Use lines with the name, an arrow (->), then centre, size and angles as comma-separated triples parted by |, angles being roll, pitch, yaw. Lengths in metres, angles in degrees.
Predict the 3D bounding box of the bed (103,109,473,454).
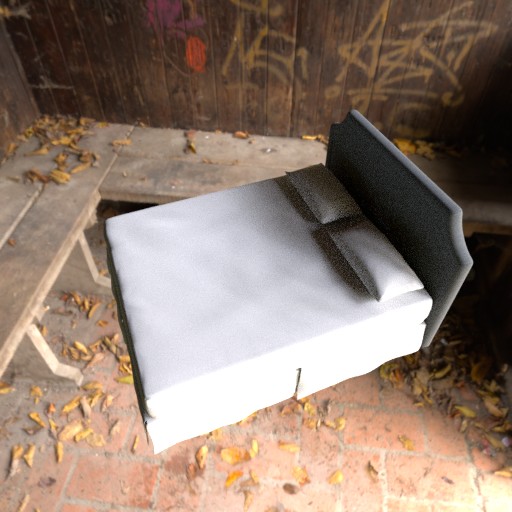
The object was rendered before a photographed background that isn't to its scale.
bed -> 0.000, 0.000, 3.361 | 2.259, 1.296, 1.811 | -16, 49, -14
